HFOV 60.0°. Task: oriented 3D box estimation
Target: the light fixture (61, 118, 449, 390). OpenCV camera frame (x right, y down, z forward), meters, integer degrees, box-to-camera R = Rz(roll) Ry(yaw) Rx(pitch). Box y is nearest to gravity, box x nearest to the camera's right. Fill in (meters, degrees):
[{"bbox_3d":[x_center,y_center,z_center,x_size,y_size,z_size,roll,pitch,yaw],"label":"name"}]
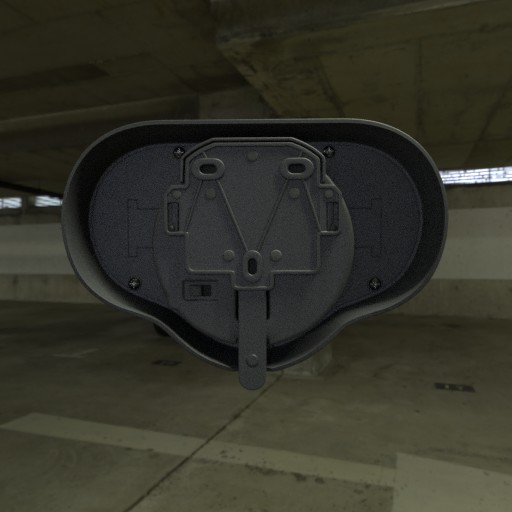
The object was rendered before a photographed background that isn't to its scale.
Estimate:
[{"bbox_3d":[0.000,0.000,0.337,0.229,0.159,0.159,0,-1,2],"label":"light fixture"}]
